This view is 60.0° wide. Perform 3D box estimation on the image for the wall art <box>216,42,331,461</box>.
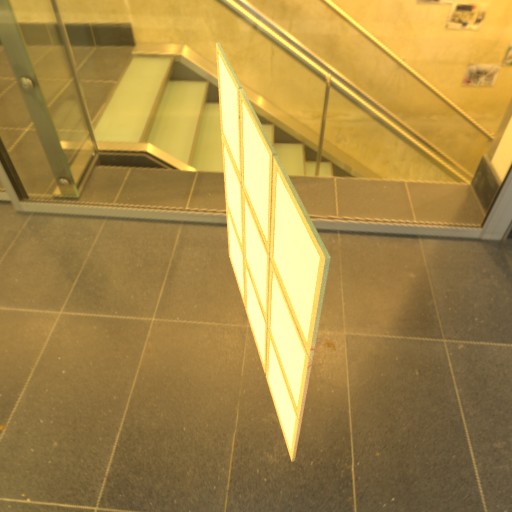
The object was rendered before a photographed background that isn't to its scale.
[{"bbox_3d":[0.000,0.000,1.789,0.013,1.219,1.214,-11,47,-10],"label":"wall art"}]
